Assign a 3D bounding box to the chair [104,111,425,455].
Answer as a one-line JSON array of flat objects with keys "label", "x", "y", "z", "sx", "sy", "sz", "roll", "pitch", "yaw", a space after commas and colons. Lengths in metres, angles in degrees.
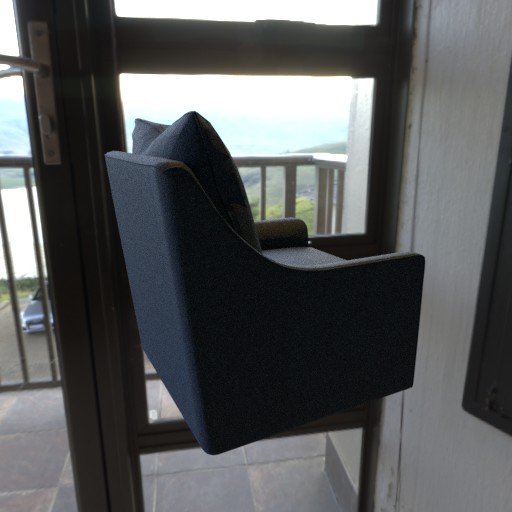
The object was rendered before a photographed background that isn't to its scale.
[{"label": "chair", "x": 0.000, "y": 0.000, "z": 1.572, "sx": 0.870, "sy": 0.939, "sz": 0.750, "roll": -8, "pitch": 17, "yaw": -27}]
